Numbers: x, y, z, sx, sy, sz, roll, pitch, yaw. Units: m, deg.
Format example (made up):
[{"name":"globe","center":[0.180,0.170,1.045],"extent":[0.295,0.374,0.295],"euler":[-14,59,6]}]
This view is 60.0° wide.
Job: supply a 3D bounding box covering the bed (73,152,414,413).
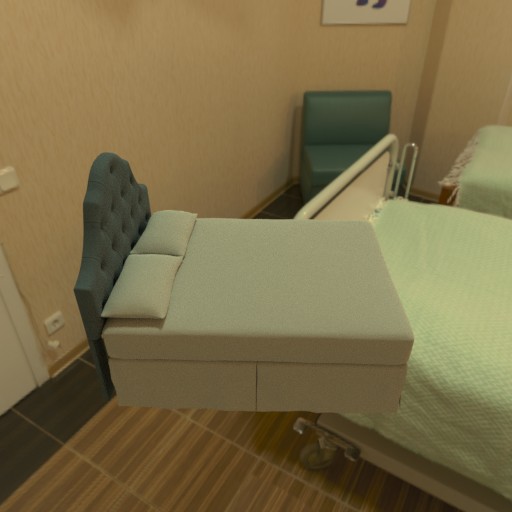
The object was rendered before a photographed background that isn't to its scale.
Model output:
[{"name":"bed","center":[0.000,0.000,3.399],"extent":[2.155,1.575,1.636],"euler":[1,34,1]}]
